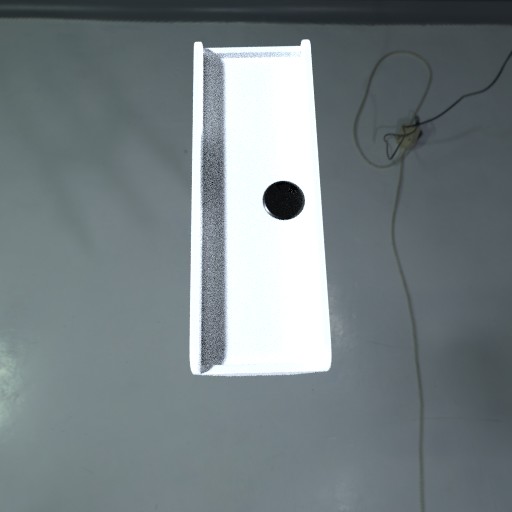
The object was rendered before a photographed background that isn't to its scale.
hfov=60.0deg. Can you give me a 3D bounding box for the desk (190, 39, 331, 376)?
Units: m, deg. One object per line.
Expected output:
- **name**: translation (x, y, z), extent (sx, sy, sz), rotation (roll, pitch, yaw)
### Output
- **desk**: translation (0.000, 0.000, 1.536), extent (0.278, 1.190, 0.795), rotation (-1, 75, 0)
